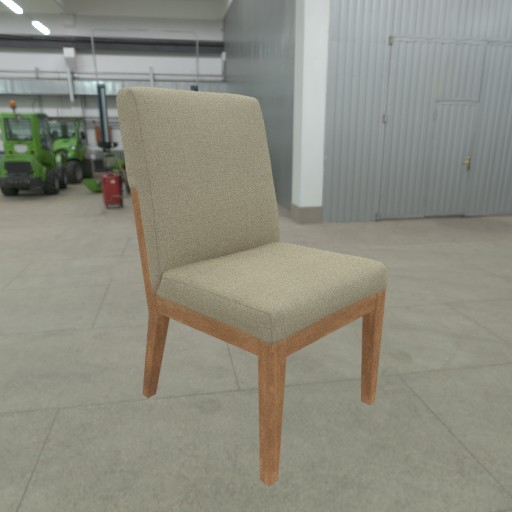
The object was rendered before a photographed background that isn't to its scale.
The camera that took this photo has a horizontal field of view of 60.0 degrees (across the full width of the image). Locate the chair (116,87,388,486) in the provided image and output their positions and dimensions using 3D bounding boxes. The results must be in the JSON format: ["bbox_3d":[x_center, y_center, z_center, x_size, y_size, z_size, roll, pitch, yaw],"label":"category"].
[{"bbox_3d":[0.000,0.000,1.255,0.586,0.911,0.507,15,21,42],"label":"chair"}]
